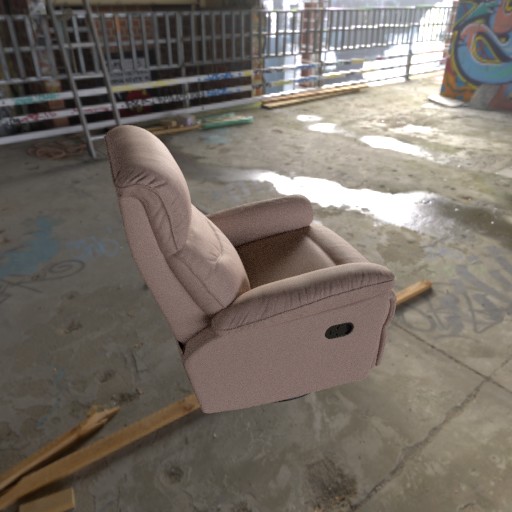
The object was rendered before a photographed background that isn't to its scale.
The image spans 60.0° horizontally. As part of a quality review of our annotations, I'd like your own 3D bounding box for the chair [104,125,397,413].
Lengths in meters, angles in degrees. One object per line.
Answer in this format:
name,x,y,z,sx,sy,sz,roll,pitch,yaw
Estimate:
chair,0.000,0.000,1.794,1.004,1.037,0.820,-10,32,-17
